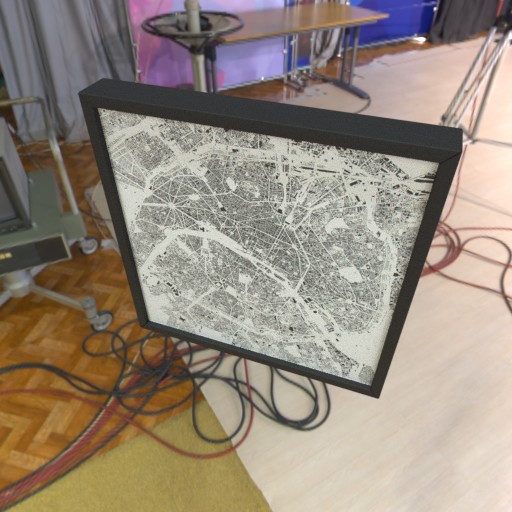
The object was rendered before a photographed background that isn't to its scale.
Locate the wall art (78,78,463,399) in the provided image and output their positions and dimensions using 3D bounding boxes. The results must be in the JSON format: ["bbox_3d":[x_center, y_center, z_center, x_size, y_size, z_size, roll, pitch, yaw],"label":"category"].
[{"bbox_3d":[0.000,0.000,0.446,0.305,0.305,0.037,13,43,15],"label":"wall art"}]
